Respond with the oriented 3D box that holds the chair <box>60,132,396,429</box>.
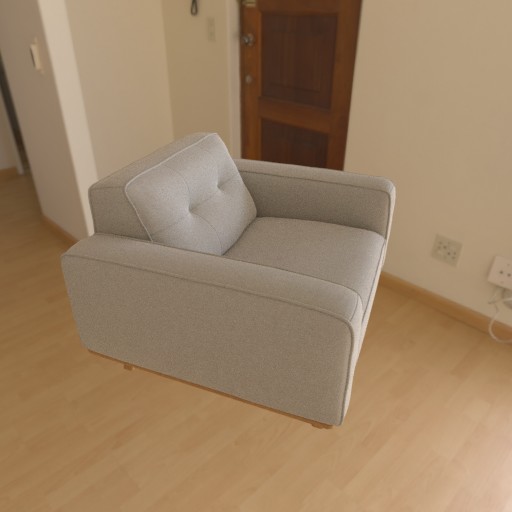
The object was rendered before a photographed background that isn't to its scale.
[{"bbox_3d":[0.000,0.000,1.774,0.953,0.779,1.115,11,32,18],"label":"chair"}]
